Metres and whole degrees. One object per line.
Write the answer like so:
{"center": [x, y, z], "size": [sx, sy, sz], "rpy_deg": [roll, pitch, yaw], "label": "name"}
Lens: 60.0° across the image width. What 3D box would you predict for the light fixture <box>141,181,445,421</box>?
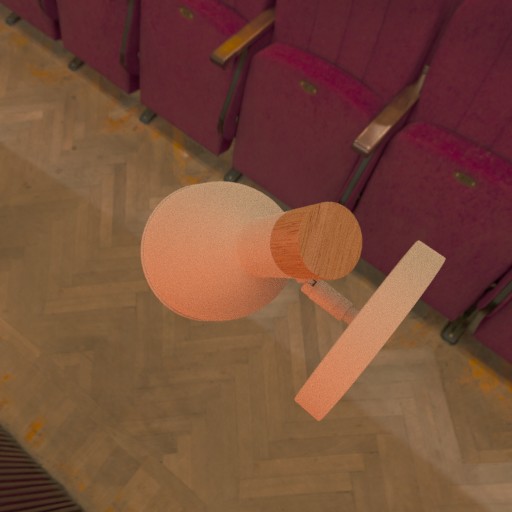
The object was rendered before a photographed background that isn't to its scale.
{"center": [0.000, 0.000, 0.326], "size": [0.209, 0.199, 0.127], "rpy_deg": [38, 70, 17], "label": "light fixture"}
